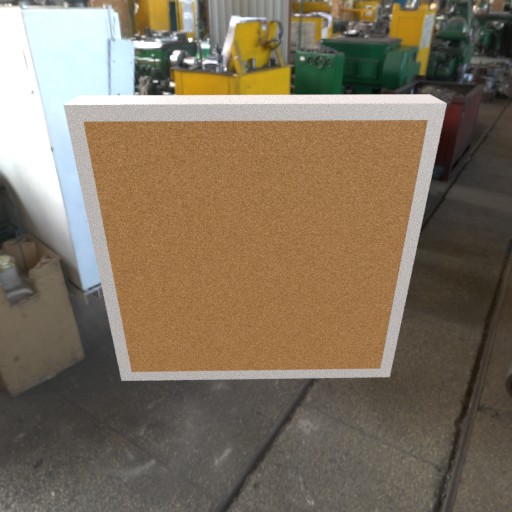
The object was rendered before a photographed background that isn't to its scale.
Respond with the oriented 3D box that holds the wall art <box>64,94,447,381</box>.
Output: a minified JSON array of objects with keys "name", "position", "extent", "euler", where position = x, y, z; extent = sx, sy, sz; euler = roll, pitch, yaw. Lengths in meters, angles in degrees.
[{"name":"wall art","position":[0.000,0.000,0.444],"extent":[0.305,0.302,0.038],"euler":[-1,30,-1]}]
